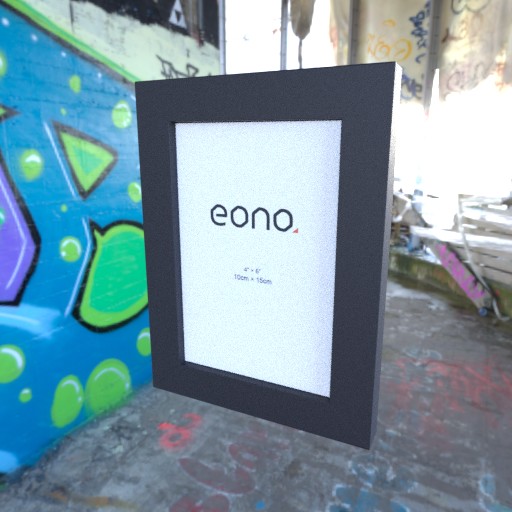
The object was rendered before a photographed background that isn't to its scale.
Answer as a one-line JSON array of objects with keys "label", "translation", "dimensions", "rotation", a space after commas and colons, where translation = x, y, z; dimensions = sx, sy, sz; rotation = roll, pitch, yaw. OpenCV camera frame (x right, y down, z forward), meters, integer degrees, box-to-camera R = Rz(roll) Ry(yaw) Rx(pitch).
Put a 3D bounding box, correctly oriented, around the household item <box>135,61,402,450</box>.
[{"label": "household item", "translation": [0.000, 0.000, 0.233], "dimensions": [0.133, 0.178, 0.022], "rotation": [7, 15, 26]}]
